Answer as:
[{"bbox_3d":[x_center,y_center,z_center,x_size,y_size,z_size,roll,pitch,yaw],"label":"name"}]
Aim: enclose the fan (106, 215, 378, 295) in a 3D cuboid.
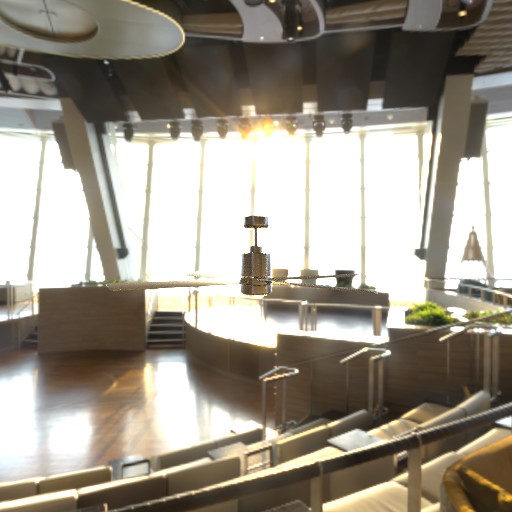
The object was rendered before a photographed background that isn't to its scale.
[{"bbox_3d":[0.000,0.000,2.000,1.322,0.355,1.322,-1,1,-35],"label":"fan"}]
